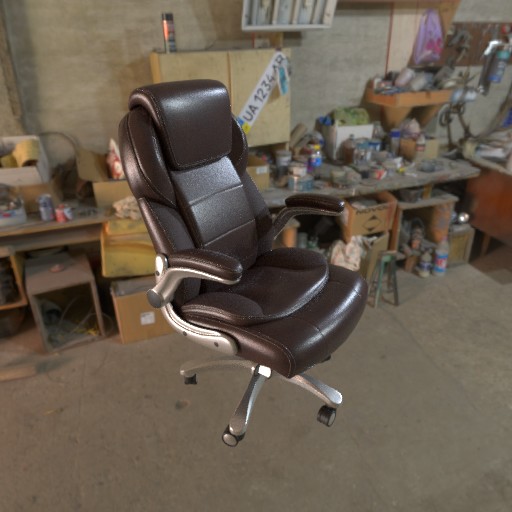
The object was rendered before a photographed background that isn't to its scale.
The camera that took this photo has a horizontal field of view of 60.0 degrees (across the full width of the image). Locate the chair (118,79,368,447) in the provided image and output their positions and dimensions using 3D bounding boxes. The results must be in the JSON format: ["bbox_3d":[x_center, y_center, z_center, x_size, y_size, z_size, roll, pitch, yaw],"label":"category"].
[{"bbox_3d":[0.000,0.000,1.609,0.774,1.160,0.733,17,31,31],"label":"chair"}]
